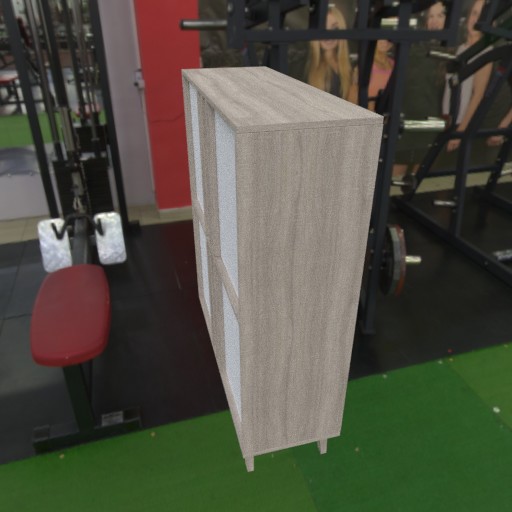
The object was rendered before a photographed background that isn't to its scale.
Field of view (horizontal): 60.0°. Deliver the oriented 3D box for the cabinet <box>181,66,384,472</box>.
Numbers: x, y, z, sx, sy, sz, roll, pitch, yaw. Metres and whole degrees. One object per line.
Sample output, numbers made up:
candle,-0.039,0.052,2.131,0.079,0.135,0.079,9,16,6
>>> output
cabinet,0.000,0.000,1.922,0.398,1.388,1.111,-8,30,-13
